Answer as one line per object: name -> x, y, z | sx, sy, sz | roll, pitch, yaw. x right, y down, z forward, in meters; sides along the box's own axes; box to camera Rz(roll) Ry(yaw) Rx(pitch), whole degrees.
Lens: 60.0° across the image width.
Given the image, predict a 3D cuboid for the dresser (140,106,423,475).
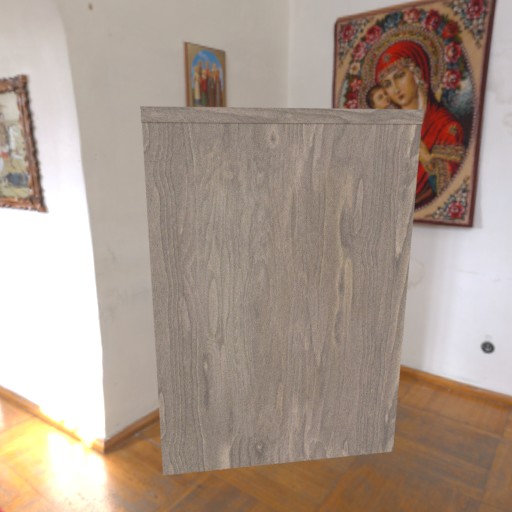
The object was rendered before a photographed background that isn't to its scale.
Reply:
dresser -> 0.000, 0.000, 1.294 | 0.529, 0.762, 0.809 | -2, 14, -8
